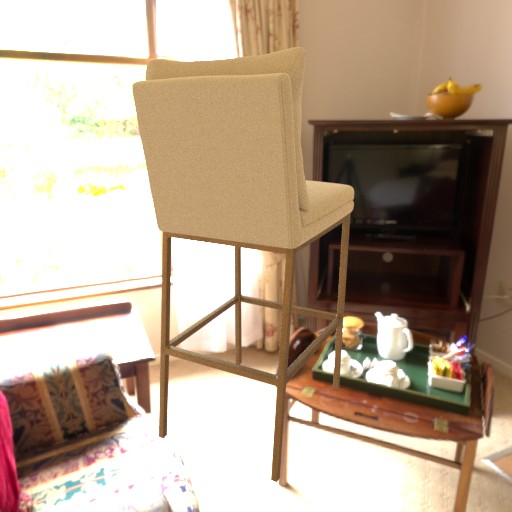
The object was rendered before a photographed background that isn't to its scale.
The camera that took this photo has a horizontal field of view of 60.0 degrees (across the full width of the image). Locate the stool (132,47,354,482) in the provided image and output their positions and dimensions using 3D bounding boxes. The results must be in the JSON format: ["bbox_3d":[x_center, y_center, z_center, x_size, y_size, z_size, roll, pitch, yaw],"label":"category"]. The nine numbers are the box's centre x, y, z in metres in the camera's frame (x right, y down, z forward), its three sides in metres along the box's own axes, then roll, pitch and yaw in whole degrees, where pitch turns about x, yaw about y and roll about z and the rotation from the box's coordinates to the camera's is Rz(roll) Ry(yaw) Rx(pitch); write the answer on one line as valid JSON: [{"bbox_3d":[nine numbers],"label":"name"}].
[{"bbox_3d":[0.000,0.000,1.398,0.463,1.125,0.572,8,18,26],"label":"stool"}]
